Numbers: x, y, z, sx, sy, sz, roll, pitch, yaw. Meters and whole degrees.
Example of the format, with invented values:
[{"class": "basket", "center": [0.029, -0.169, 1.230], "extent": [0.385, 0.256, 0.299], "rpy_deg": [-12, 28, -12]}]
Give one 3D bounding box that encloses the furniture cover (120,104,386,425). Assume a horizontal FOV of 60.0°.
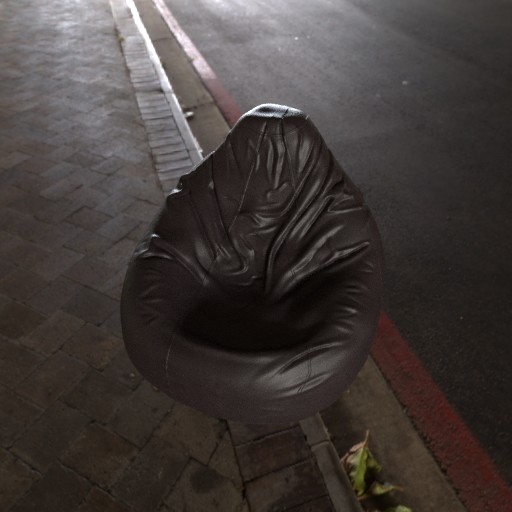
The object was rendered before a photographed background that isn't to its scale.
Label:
[{"class": "furniture cover", "center": [0.000, 0.000, 1.830], "extent": [1.070, 0.990, 1.070], "rpy_deg": [10, 42, 11]}]
